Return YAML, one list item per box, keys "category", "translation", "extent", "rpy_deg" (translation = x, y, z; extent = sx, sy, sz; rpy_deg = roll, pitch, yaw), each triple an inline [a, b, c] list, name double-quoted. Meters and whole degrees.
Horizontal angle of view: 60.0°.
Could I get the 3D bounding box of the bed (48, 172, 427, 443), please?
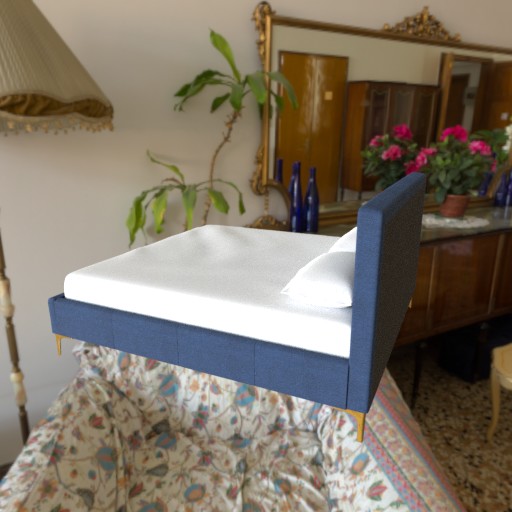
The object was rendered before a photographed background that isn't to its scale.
- category: "bed"
  translation: [0.000, 0.000, 3.479]
  extent: [2.232, 1.231, 2.096]
  rpy_deg: [7, 17, 24]
